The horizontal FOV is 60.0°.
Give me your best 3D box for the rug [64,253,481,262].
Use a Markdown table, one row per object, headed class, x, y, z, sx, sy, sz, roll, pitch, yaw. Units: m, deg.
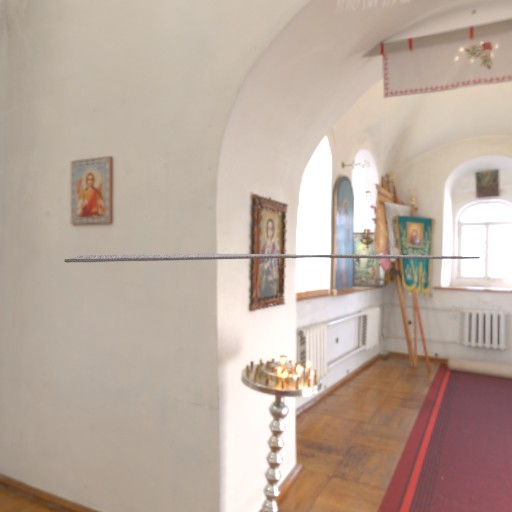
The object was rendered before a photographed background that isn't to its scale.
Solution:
| class | x | y | z | sx | sy | sz | roll | pitch | yaw |
| --- | --- | --- | --- | --- | --- | --- | --- | --- | --- |
| rug | 0.000 | 0.000 | 3.039 | 2.307 | 0.030 | 1.604 | 0 | 1 | -18 |
